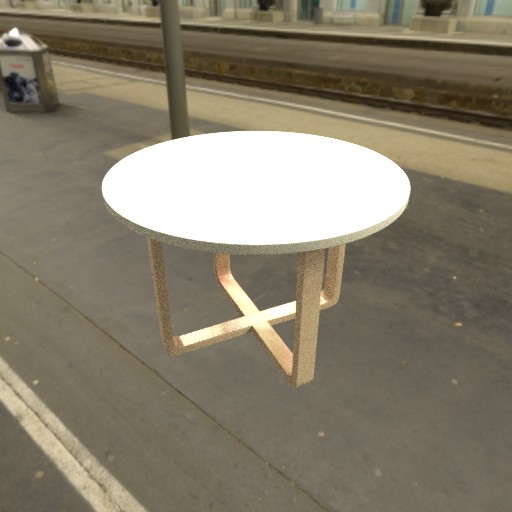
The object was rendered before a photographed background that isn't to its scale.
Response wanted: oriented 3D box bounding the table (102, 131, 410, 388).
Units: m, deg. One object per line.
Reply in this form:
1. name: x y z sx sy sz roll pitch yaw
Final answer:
1. table: 0.000 0.000 1.001 0.600 0.400 0.600 0 31 0
